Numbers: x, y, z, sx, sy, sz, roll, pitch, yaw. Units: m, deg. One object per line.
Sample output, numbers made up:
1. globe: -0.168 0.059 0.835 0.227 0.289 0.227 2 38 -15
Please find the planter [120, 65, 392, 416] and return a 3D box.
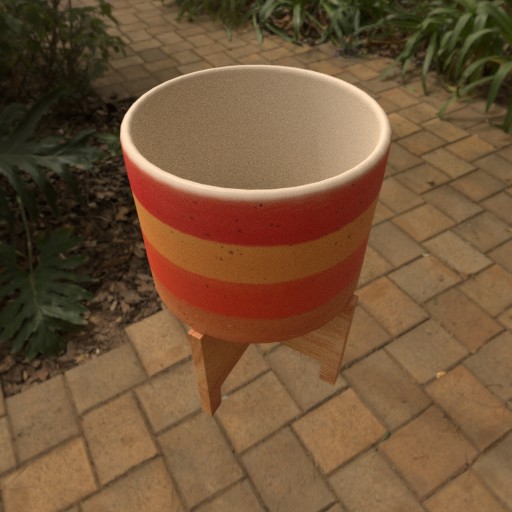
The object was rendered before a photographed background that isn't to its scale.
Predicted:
1. planter: 0.000 0.000 0.558 0.269 0.379 0.269 0 44 0
